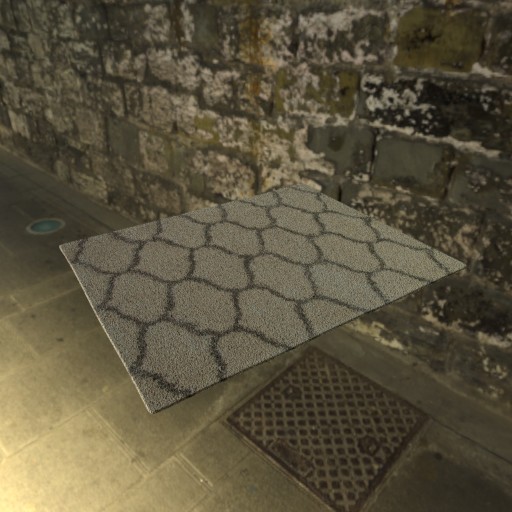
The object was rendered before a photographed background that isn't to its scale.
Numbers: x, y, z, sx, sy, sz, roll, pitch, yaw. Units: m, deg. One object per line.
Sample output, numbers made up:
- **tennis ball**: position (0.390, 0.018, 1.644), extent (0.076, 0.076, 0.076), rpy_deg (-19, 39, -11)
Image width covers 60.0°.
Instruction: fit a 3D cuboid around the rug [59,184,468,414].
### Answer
- **rug**: position (0.000, 0.000, 4.127), extent (3.000, 0.026, 2.399), rpy_deg (-18, 35, -28)
